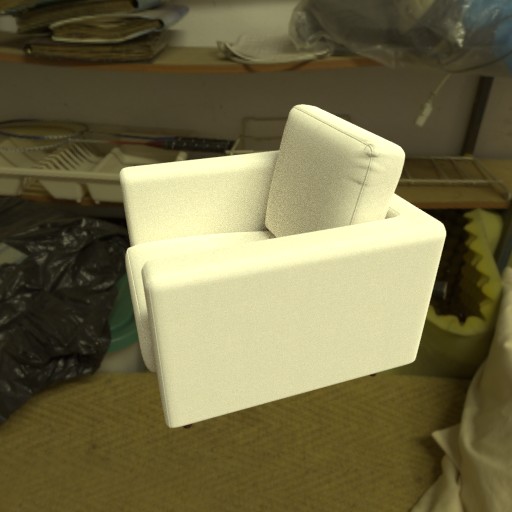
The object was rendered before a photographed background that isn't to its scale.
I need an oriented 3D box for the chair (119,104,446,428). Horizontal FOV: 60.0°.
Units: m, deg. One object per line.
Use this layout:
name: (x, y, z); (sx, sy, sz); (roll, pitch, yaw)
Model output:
chair: (0.000, 0.000, 1.563); (0.879, 0.899, 0.831); (-10, 32, -16)
